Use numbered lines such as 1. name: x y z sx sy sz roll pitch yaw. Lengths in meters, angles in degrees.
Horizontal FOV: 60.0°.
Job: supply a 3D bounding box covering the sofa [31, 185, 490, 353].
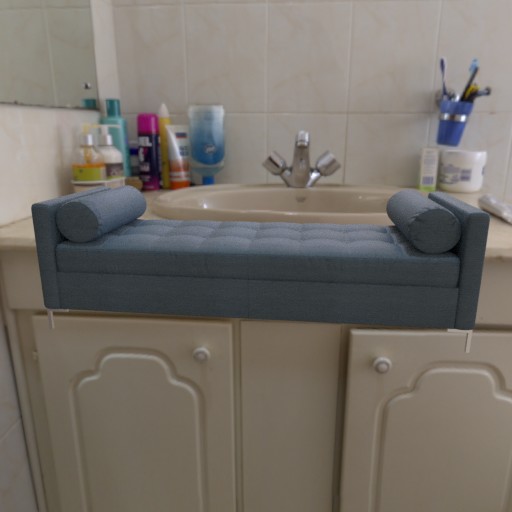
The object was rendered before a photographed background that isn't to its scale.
1. sofa: 0.000 0.000 2.289 1.981 0.635 0.686 2 16 7
